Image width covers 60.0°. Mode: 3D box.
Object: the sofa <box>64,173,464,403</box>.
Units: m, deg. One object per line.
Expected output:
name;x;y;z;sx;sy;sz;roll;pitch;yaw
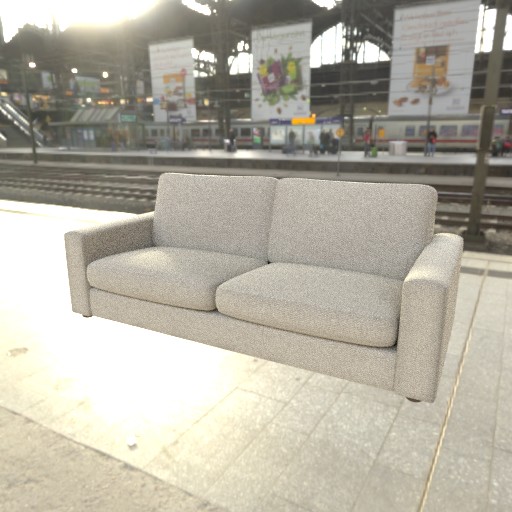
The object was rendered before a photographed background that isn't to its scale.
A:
sofa;0.000;0.000;2.637;2.179;0.873;1.016;8;17;27
